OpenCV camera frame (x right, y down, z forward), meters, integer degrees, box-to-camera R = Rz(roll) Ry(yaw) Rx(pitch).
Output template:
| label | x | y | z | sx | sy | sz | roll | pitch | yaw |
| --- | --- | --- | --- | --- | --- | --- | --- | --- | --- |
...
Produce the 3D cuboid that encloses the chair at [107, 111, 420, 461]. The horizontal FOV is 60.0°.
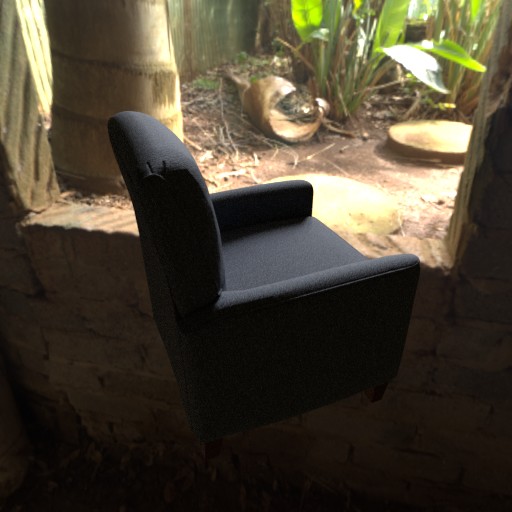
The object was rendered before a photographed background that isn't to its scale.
| label | x | y | z | sx | sy | sz | roll | pitch | yaw |
| --- | --- | --- | --- | --- | --- | --- | --- | --- | --- |
| chair | 0.000 | 0.000 | 1.608 | 0.850 | 1.016 | 0.839 | -11 | 32 | -19 |
